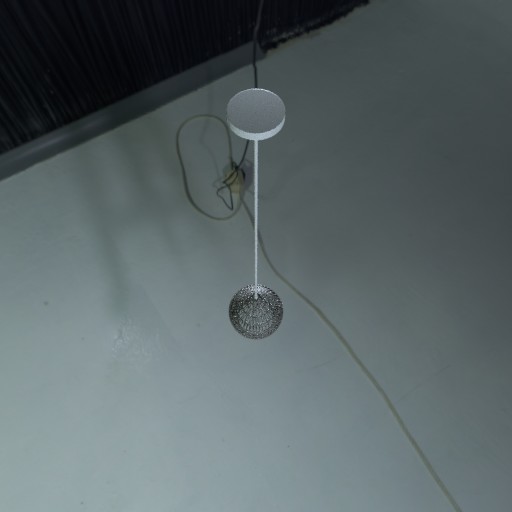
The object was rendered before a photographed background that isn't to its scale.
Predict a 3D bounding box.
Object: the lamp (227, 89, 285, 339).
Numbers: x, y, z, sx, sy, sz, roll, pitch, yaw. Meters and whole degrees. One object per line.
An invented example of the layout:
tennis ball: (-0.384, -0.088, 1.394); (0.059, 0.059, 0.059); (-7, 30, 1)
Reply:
lamp: (0.000, 0.000, 2.125); (0.355, 1.919, 0.355); (-35, 69, -15)
